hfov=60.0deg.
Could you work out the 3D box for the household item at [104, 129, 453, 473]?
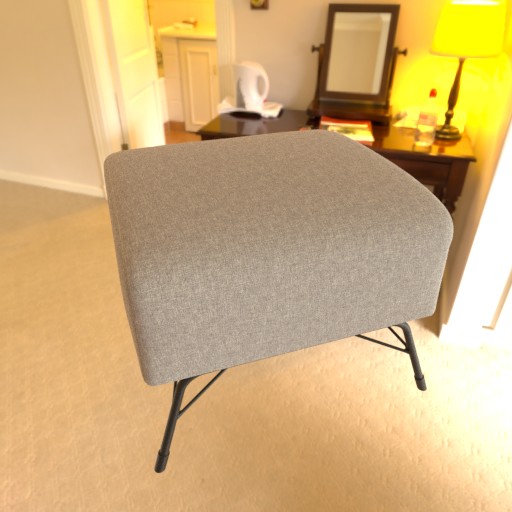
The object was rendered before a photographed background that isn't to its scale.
[{"bbox_3d":[0.000,0.000,0.892,0.530,0.410,0.530,-11,34,-16],"label":"household item"}]
